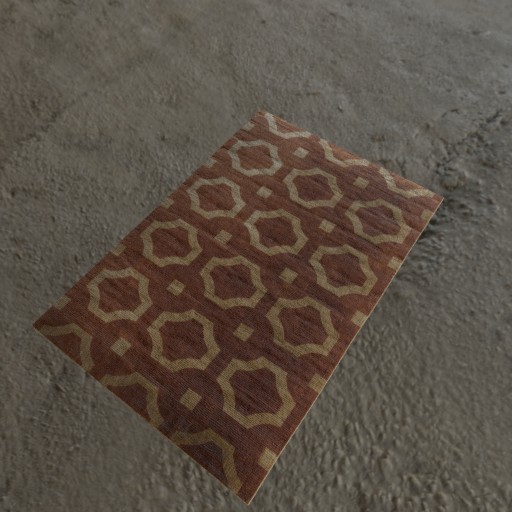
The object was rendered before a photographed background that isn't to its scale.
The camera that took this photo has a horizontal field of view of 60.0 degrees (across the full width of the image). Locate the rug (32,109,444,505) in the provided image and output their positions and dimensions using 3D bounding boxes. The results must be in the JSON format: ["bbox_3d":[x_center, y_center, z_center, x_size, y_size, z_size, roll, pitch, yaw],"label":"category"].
[{"bbox_3d":[0.000,0.000,2.808,1.555,0.016,2.286,31,63,18],"label":"rug"}]
